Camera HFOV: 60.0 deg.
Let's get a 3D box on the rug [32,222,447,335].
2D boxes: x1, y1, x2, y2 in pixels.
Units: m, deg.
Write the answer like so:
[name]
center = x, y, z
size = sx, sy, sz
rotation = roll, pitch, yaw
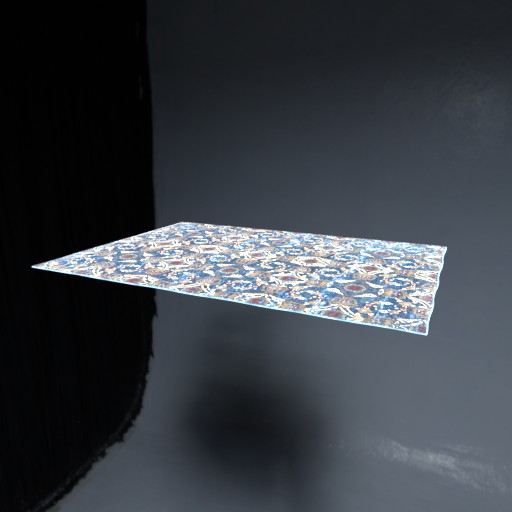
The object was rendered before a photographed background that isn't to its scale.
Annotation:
[rug]
center = 0.000, 0.000, 2.861
size = 2.207, 0.014, 1.567
rotation = 7, 17, 24
